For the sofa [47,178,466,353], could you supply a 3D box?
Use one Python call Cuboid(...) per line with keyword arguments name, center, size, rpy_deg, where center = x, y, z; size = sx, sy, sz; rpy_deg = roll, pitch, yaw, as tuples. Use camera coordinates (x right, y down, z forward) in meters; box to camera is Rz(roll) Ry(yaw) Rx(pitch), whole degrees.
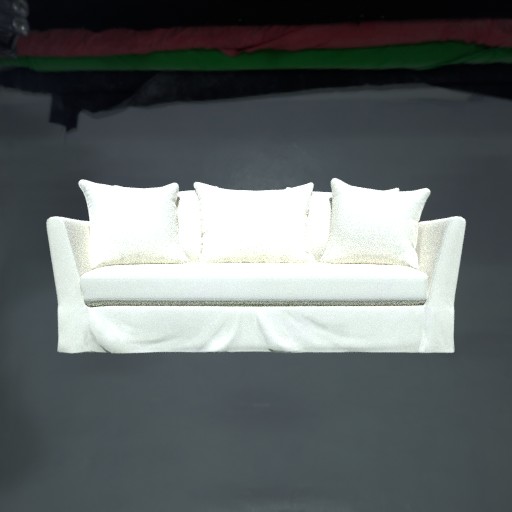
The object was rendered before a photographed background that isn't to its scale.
Cuboid(name="sofa", center=(0.000, 0.000, 2.901), size=(2.290, 1.034, 1.031), rpy_deg=(0, 2, 0))
